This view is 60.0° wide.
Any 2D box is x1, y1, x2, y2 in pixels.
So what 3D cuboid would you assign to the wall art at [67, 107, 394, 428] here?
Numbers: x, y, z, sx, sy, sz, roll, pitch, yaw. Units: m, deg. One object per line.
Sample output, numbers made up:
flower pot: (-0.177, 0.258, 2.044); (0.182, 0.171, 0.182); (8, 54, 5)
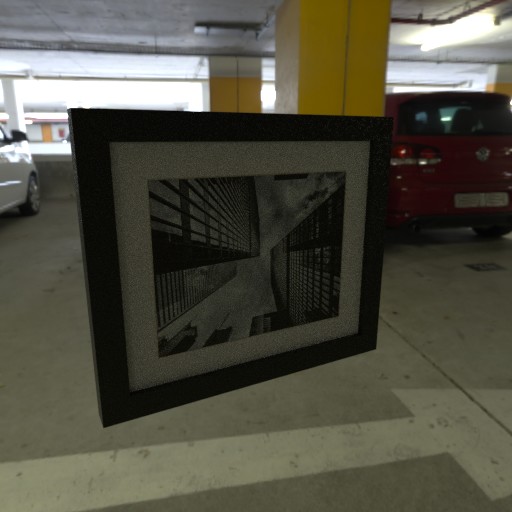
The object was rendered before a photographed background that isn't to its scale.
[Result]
wall art: (0.000, 0.000, 0.525); (0.381, 0.321, 0.028); (-8, 17, -27)
